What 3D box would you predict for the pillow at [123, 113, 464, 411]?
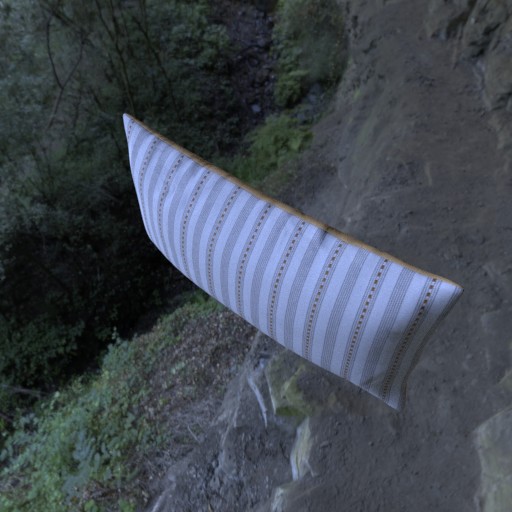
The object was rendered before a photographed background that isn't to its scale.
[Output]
[{"bbox_3d":[0.000,0.000,0.728,0.608,0.291,0.151,32,54,27],"label":"pillow"}]
